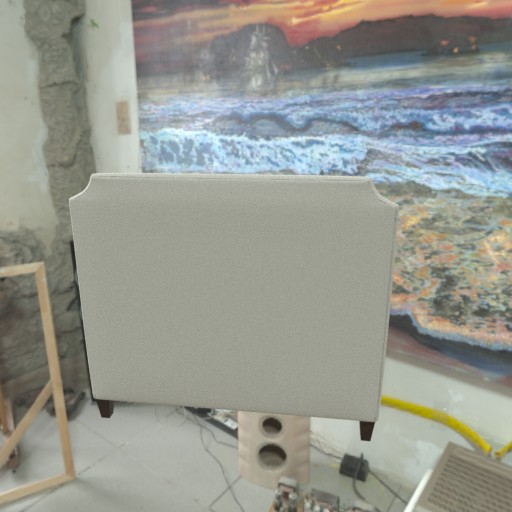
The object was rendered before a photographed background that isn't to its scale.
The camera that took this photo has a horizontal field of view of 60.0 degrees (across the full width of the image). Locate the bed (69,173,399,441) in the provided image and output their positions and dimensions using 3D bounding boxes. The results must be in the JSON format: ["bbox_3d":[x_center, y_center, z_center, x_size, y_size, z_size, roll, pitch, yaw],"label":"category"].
[{"bbox_3d":[0.000,0.000,3.505,1.712,1.497,2.372,2,16,7],"label":"bed"}]
